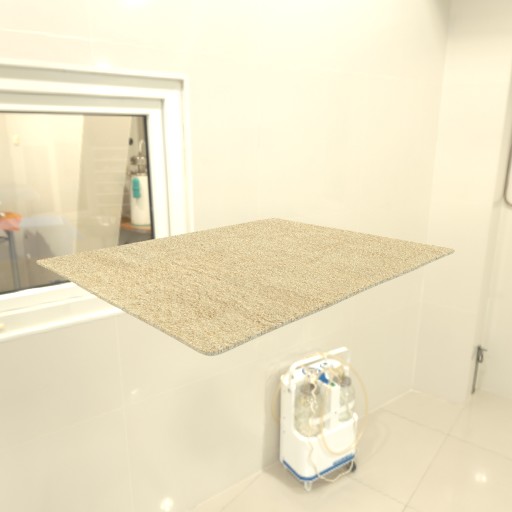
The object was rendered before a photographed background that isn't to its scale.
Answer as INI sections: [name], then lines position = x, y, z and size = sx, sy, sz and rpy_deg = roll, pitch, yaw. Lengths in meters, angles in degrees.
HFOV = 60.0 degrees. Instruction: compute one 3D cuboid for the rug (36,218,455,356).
[rug]
position = 0.000, 0.000, 4.020
size = 3.001, 0.025, 2.401
rpy_deg = -14, 21, -43
